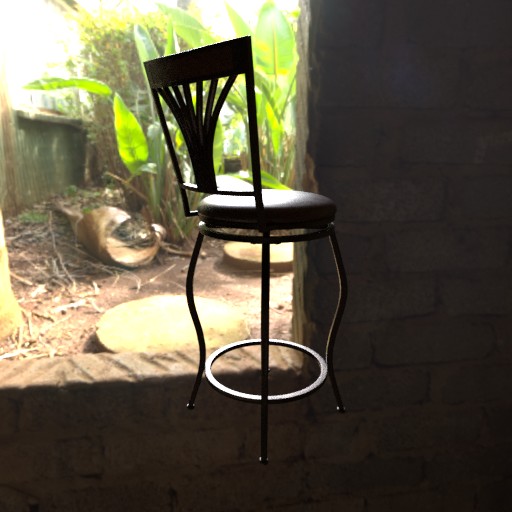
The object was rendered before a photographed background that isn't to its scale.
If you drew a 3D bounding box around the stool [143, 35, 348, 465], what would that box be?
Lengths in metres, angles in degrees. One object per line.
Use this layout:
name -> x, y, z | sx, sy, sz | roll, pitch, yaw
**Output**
stool -> 0.000, 0.000, 1.367 | 0.514, 1.117, 0.433 | -13, 19, -41
